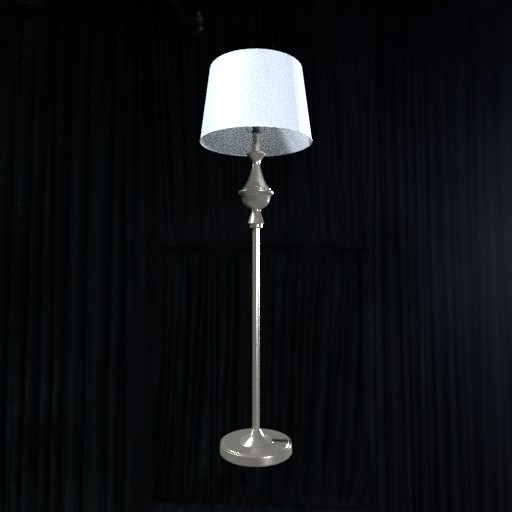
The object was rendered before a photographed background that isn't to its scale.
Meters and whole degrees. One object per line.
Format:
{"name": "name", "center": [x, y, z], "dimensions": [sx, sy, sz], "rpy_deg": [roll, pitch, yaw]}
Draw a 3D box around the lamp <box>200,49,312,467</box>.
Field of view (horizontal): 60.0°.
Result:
{"name": "lamp", "center": [0.000, 0.000, 1.705], "dimensions": [0.431, 1.488, 0.431], "rpy_deg": [0, -1, 0]}
